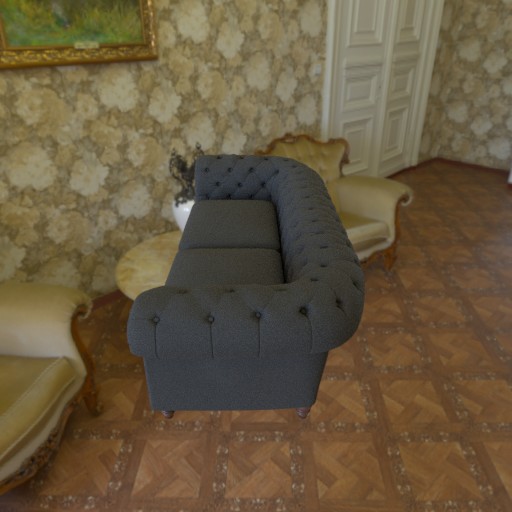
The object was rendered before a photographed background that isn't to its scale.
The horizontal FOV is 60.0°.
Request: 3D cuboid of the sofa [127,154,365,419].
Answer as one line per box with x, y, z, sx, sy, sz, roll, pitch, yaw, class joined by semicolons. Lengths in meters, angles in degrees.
0.000;0.000;2.773;0.991;0.762;2.362;0;27;0;sofa
